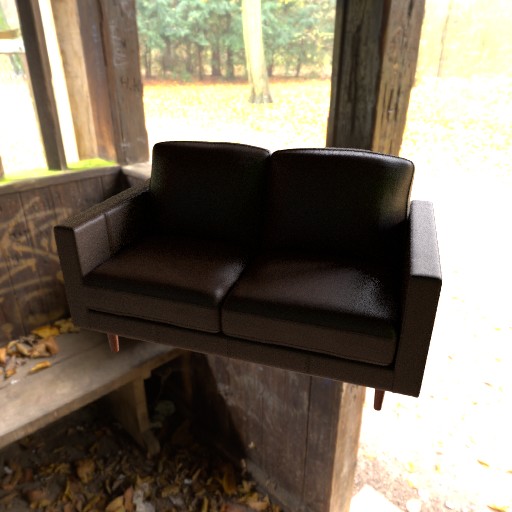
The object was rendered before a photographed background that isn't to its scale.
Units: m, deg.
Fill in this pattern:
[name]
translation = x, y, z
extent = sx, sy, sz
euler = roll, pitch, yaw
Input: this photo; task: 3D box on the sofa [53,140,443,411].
[sofa]
translation = 0.000, 0.000, 2.132
extent = 1.578, 0.951, 0.909
euler = 8, 27, 16
